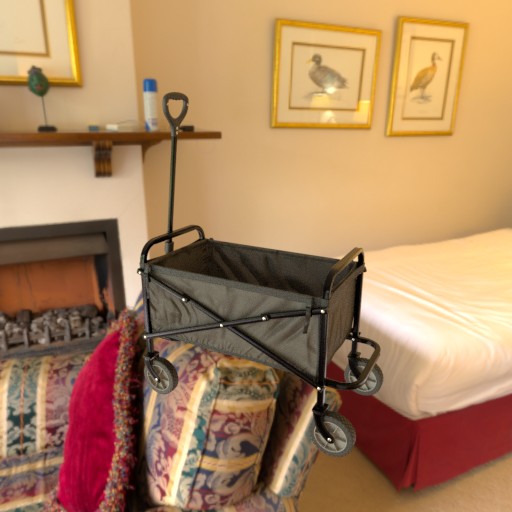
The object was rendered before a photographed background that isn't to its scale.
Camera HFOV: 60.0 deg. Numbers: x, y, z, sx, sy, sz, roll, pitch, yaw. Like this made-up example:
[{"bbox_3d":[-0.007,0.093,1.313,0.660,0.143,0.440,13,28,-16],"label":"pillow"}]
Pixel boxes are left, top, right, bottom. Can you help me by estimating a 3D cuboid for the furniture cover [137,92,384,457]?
[{"bbox_3d":[0.000,0.000,1.841,1.038,1.295,0.532,9,20,27],"label":"furniture cover"}]
